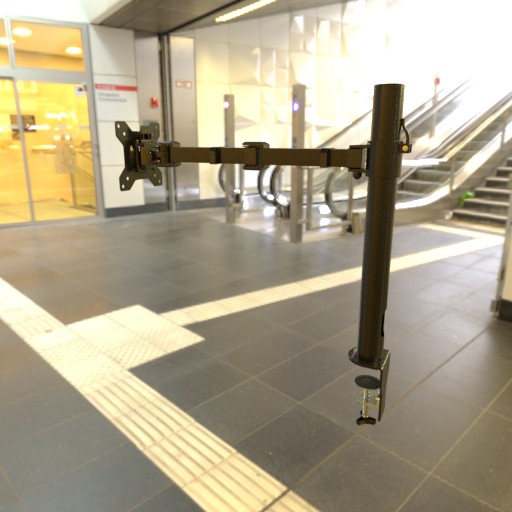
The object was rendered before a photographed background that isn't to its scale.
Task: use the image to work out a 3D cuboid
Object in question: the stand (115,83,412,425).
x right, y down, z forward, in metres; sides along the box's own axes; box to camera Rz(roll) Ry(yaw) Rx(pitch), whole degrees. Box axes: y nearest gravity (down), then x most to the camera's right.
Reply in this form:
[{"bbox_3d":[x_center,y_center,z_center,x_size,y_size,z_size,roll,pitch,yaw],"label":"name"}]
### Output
[{"bbox_3d":[0.000,0.000,0.729,0.456,0.510,0.115,7,17,25],"label":"stand"}]
